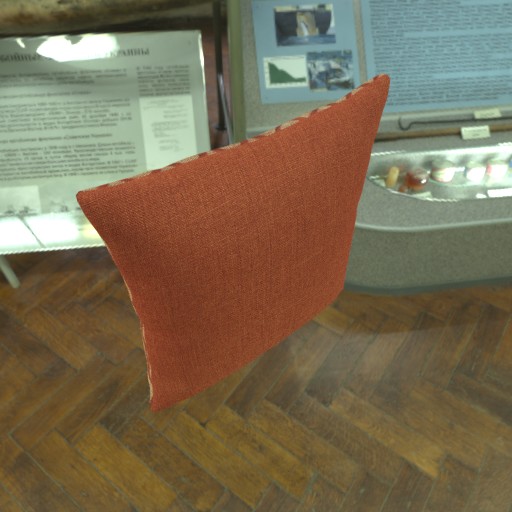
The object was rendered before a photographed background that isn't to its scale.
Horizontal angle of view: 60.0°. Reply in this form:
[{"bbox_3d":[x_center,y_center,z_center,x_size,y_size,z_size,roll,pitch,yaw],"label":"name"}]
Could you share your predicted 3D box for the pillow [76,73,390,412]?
[{"bbox_3d":[0.000,0.000,0.646,0.429,0.434,0.159,-30,53,-26],"label":"pillow"}]
